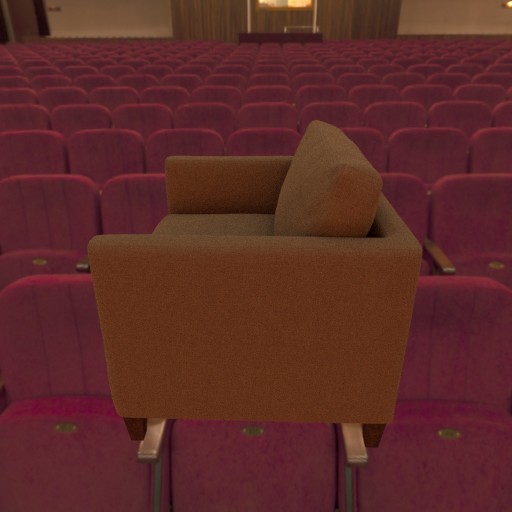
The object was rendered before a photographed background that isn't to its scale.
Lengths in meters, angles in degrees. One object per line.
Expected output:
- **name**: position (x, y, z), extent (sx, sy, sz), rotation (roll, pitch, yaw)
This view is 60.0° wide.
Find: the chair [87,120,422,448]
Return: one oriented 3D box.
- **chair**: position (0.000, 0.000, 1.786), extent (0.959, 0.963, 1.107), rotation (1, 26, 2)
